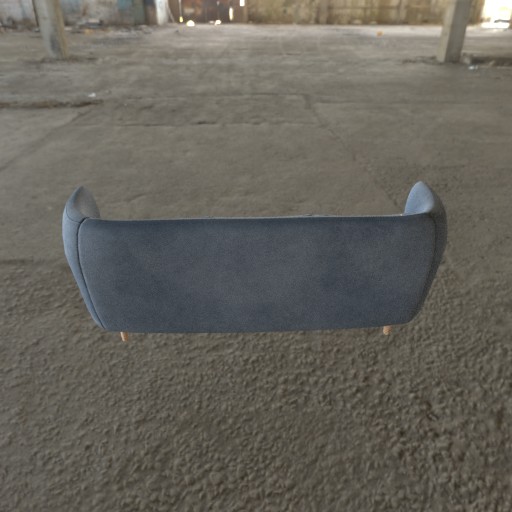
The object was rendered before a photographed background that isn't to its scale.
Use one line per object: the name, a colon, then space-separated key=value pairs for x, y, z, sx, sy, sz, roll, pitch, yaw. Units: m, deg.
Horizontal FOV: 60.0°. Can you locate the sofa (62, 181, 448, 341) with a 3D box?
sofa: x=0.000 y=0.000 z=2.488 sx=2.095 sy=0.795 sz=0.849 roll=-1 pitch=30 yaw=-2
